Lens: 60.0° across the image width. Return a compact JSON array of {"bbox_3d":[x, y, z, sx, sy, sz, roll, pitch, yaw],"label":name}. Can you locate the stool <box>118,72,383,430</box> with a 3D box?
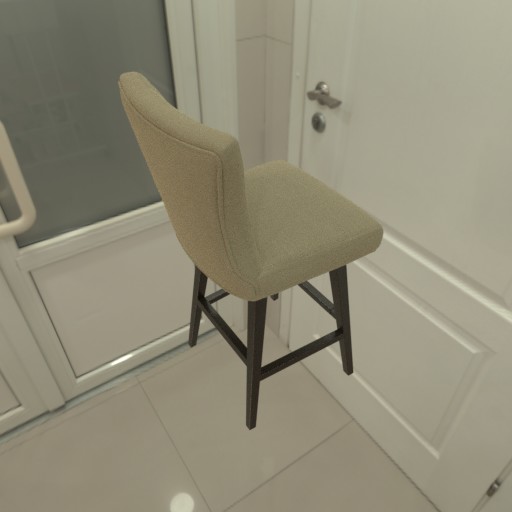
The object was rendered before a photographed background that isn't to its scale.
[{"bbox_3d":[0.000,0.000,1.402,0.574,1.086,0.514,-24,45,-26],"label":"stool"}]
